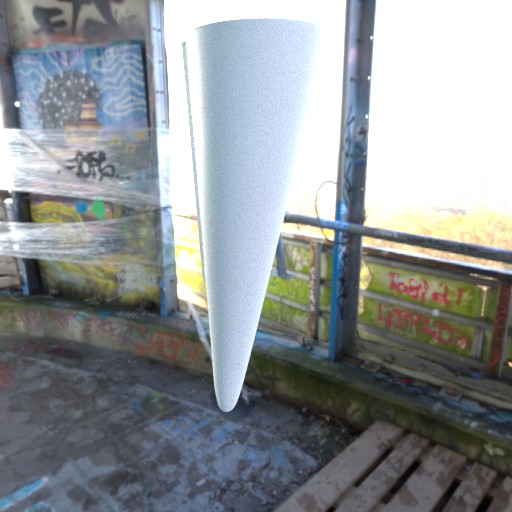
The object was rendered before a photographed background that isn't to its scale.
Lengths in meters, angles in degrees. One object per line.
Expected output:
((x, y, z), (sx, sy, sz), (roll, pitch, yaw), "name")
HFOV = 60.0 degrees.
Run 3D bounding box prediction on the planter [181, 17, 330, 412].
((0.000, 0.000, 0.213), (0.057, 0.193, 0.064), (-14, 20, -42), "planter")
